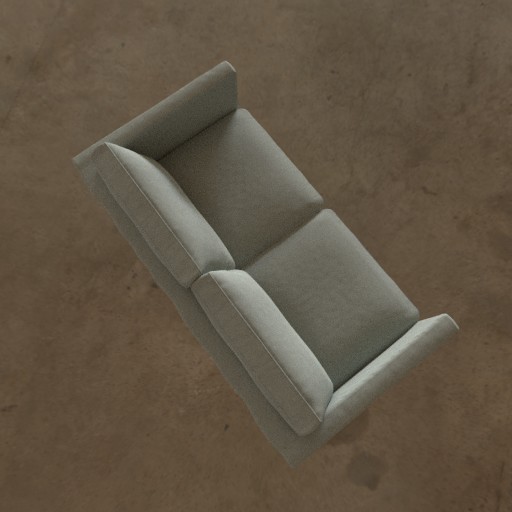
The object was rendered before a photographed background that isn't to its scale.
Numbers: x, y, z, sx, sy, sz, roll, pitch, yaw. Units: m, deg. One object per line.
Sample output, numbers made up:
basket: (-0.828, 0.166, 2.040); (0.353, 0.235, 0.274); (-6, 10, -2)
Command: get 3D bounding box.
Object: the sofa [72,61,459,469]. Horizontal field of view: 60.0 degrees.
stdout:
sofa: (0.000, 0.000, 2.264); (0.944, 0.830, 1.727); (-36, 78, -9)
